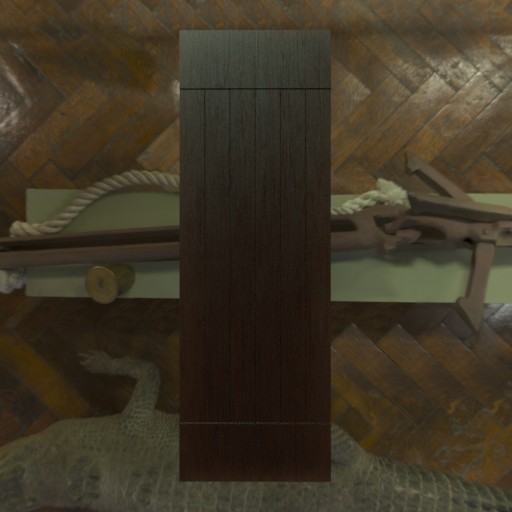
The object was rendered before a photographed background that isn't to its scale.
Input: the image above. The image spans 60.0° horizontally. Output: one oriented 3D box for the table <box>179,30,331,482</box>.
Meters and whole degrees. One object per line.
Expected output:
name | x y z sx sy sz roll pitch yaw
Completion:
table | 0.000 0.000 1.426 0.373 0.768 1.062 0 90 0
